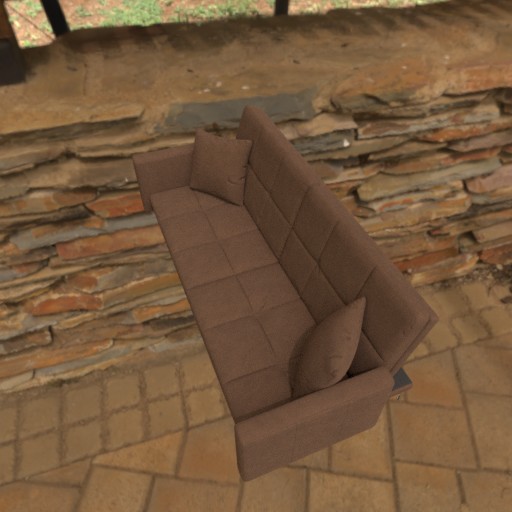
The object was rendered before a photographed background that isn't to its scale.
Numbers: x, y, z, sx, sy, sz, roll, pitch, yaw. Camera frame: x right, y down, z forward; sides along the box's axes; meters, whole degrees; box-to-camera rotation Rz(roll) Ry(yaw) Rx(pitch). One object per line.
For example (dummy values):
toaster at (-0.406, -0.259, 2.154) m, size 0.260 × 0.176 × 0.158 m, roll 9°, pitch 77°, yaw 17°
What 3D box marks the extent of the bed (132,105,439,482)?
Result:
bed at (0.000, 0.000, 2.342) m, size 0.889 × 0.787 × 1.905 m, roll -16°, pitch 48°, yaw -15°
